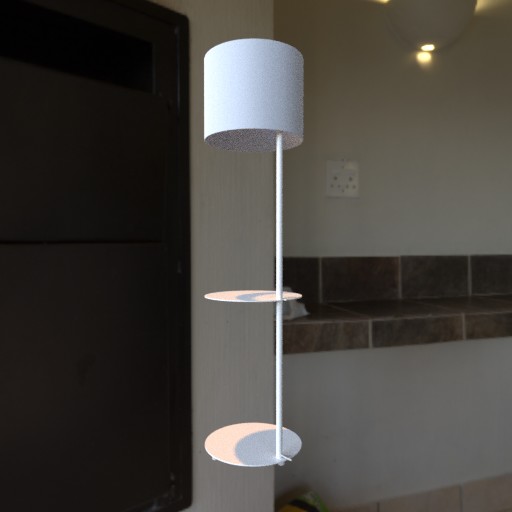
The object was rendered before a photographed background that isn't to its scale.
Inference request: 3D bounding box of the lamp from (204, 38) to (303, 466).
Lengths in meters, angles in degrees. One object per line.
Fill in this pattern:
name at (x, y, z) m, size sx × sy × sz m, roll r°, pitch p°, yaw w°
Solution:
lamp at (0.000, 0.000, 1.674) m, size 0.372 × 1.465 × 0.405 m, roll -1°, pitch 1°, yaw -36°
